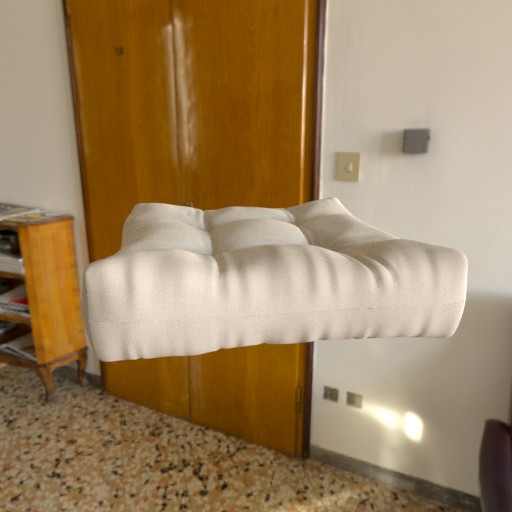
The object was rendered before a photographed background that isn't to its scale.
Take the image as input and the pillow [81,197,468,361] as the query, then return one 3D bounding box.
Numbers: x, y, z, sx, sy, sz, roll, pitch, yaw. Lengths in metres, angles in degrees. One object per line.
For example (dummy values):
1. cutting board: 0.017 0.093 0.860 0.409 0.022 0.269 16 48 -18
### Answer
1. pillow: 0.000 0.000 0.732 0.468 0.128 0.490 -2 16 -9
